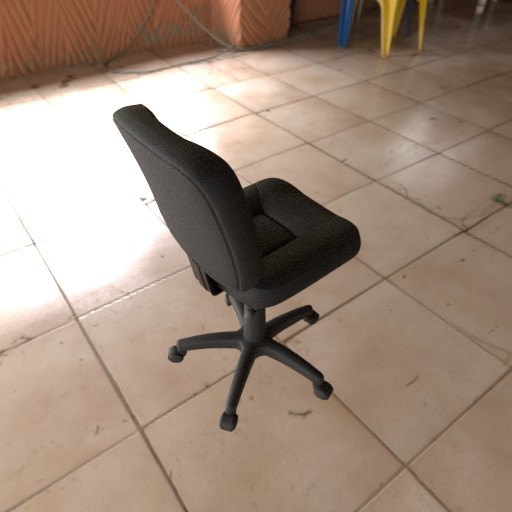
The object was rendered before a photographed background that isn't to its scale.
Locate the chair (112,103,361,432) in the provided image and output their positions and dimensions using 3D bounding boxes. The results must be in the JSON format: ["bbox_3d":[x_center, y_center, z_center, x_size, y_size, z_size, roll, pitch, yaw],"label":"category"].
[{"bbox_3d":[0.000,0.000,1.337,0.610,0.972,0.610,-27,47,-28],"label":"chair"}]
